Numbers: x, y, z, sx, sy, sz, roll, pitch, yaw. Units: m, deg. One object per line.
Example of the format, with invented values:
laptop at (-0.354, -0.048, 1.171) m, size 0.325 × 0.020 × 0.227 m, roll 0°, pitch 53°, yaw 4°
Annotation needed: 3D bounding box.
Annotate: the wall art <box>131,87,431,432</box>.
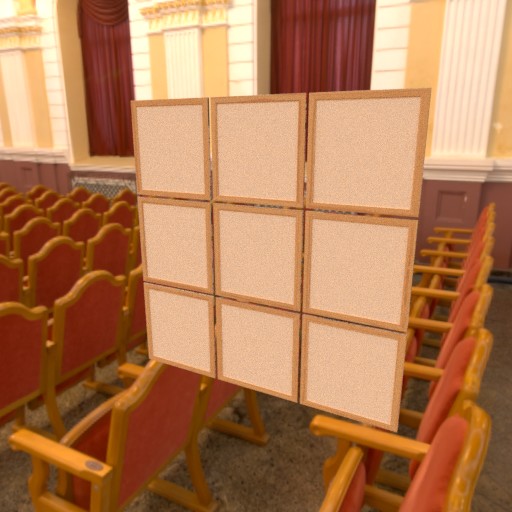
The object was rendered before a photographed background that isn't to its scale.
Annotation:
wall art at (0.000, 0.000, 2.244) m, size 1.519 × 1.534 × 0.013 m, roll 8°, pitch 17°, yaw 27°
